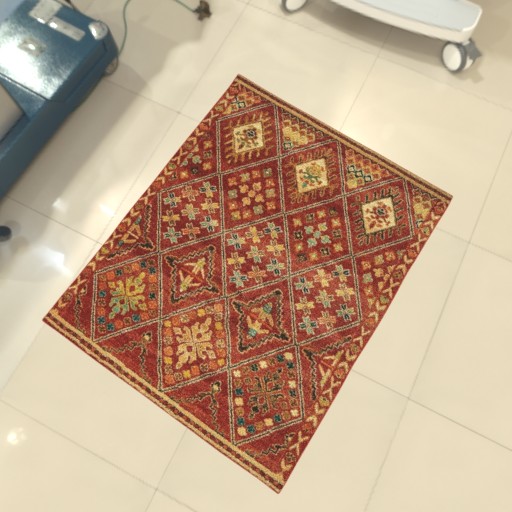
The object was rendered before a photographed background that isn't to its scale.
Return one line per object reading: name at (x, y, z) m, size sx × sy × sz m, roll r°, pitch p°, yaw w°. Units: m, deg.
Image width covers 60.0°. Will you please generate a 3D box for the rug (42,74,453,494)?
rug at (0.000, 0.000, 4.057) m, size 2.489 × 0.030 × 3.086 m, roll 33°, pitch 76°, yaw 9°
